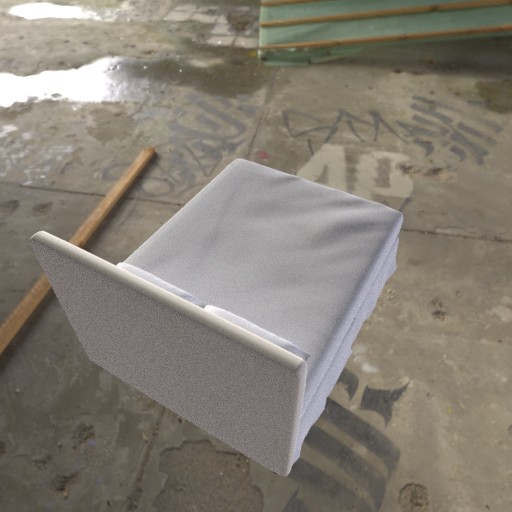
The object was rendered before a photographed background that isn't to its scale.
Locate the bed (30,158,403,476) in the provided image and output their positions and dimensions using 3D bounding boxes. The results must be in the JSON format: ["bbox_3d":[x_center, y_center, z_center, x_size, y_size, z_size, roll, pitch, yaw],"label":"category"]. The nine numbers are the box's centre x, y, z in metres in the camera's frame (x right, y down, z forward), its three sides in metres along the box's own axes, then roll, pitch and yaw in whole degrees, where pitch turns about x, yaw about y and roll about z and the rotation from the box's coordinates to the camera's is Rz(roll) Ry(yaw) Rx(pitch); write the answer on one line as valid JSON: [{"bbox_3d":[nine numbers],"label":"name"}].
[{"bbox_3d":[0.000,0.000,3.200,1.713,1.330,2.142,23,50,21],"label":"bed"}]
